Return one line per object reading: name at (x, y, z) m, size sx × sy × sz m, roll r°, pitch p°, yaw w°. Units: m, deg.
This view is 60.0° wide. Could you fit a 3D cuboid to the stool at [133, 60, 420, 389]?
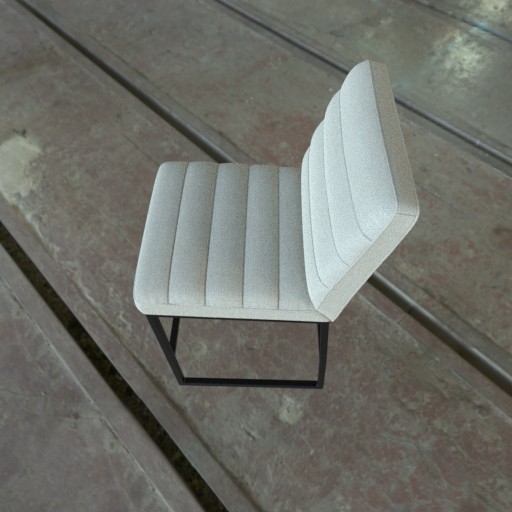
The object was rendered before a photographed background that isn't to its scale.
stool at (0.000, 0.000, 1.237) m, size 0.560 × 0.940 × 0.460 m, roll 1°, pitch 56°, yaw 1°
